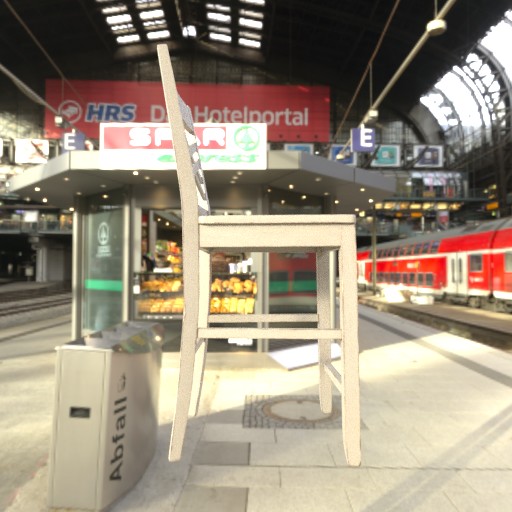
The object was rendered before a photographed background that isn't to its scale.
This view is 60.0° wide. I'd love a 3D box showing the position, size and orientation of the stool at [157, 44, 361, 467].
[{"bbox_3d":[0.000,0.000,1.353,0.539,1.079,0.462,0,-2,-1],"label":"stool"}]
